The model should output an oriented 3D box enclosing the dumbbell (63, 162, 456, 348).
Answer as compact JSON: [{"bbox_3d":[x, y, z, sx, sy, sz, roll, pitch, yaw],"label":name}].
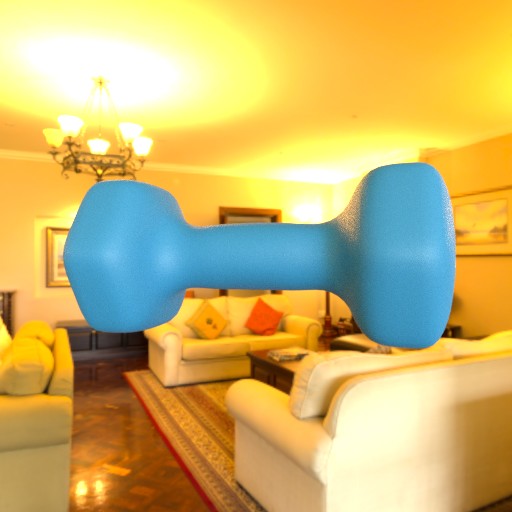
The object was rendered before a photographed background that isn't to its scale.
[{"bbox_3d":[0.000,0.000,0.186,0.152,0.066,0.074,0,-1,17],"label":"dumbbell"}]
